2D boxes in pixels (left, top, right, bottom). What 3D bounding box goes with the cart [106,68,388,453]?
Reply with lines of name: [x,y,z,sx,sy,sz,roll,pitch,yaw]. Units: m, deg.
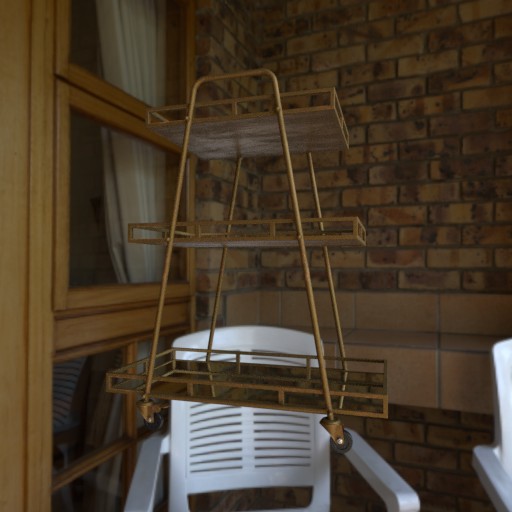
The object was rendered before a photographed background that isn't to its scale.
cart: [0.000,0.000,1.256,0.711,0.883,0.441,0,-1,17]
